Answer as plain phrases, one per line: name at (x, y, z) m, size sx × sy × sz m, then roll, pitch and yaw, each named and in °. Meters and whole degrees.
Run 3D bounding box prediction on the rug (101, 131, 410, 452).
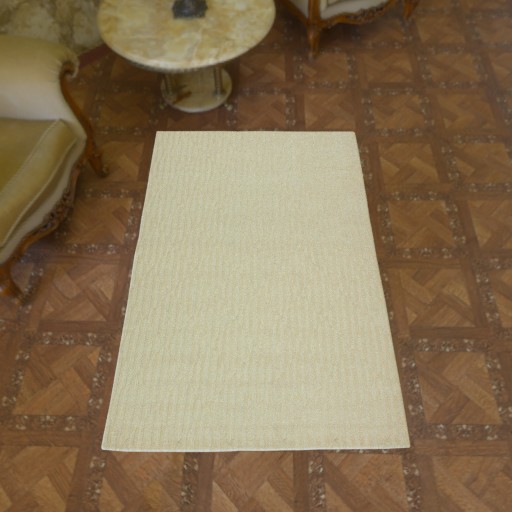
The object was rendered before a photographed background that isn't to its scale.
rug at (0.000, 0.000, 2.260) m, size 1.238 × 0.014 × 1.848 m, roll 0°, pitch 57°, yaw 0°
